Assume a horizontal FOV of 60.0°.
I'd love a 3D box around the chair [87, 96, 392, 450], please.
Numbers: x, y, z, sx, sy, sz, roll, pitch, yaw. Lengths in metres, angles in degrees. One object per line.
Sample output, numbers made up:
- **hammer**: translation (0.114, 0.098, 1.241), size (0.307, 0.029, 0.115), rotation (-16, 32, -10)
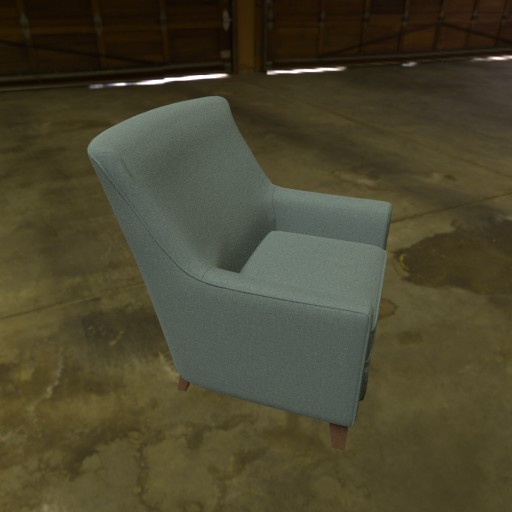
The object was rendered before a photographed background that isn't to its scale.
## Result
- **chair**: translation (0.000, 0.000, 1.550), size (0.879, 0.916, 0.756), rotation (10, 32, 16)
